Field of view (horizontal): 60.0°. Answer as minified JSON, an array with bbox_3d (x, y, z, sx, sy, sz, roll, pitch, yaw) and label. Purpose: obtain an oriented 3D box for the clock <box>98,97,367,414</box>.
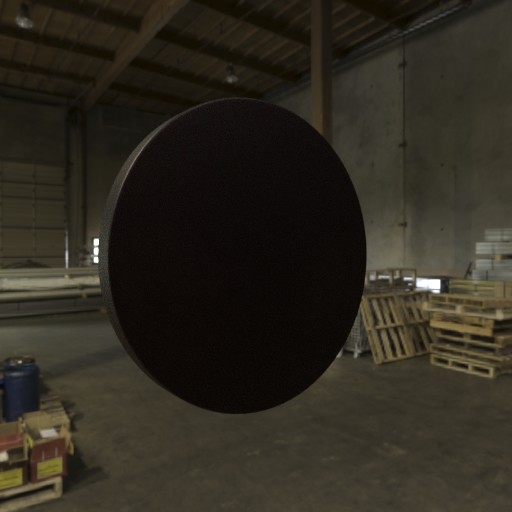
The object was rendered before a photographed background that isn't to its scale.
[{"bbox_3d":[0.000,0.000,0.458,0.314,0.314,0.029,0,1,-36],"label":"clock"}]
